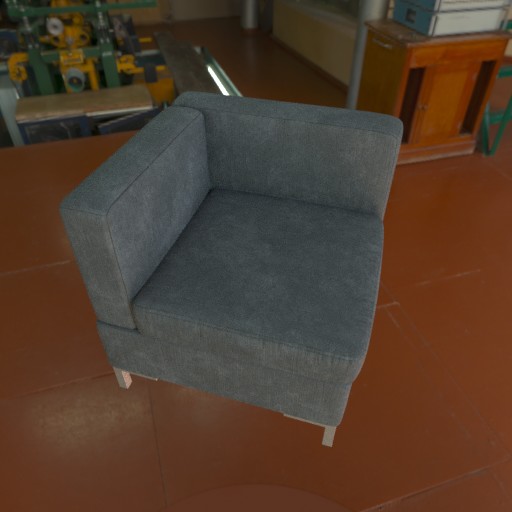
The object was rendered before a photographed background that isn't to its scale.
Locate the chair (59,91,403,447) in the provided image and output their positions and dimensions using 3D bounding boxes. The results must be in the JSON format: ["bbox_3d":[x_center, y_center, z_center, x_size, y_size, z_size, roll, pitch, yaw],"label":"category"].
[{"bbox_3d":[0.000,0.000,1.252,0.680,0.660,0.680,11,42,13],"label":"chair"}]
